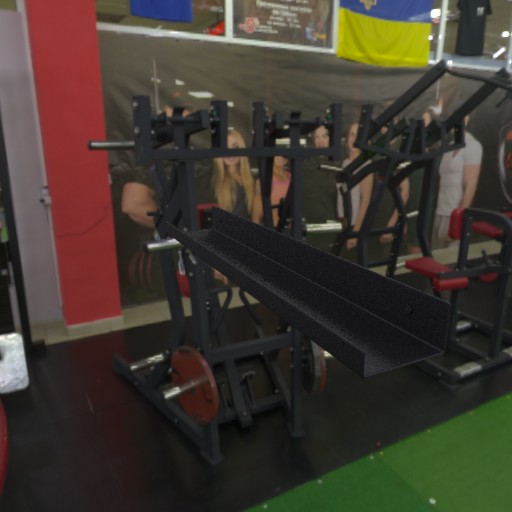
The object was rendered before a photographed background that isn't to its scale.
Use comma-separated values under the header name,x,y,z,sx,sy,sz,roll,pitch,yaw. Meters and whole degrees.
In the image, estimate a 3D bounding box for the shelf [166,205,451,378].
name,x,y,z,sx,sy,sz,roll,pitch,yaw
shelf,0.000,0.000,0.654,0.102,0.053,0.605,-8,18,-26
